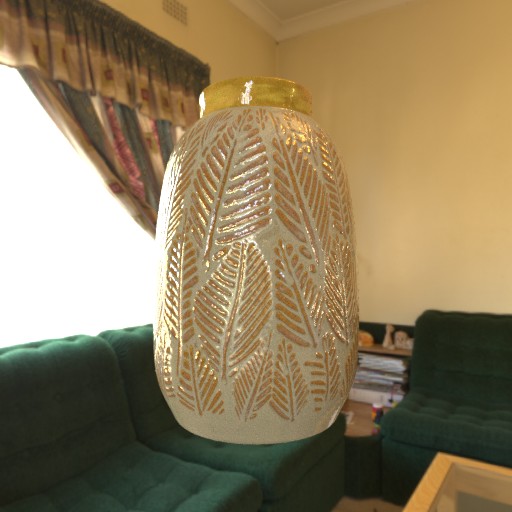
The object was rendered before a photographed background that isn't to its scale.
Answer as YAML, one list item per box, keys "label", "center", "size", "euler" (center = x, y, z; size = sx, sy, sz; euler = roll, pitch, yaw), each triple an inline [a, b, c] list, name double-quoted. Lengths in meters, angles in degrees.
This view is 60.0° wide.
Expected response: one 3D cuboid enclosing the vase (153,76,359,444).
- label: "vase"
  center: [0.000, 0.000, 0.380]
  size: [0.172, 0.270, 0.172]
  euler: [0, 0, 0]
